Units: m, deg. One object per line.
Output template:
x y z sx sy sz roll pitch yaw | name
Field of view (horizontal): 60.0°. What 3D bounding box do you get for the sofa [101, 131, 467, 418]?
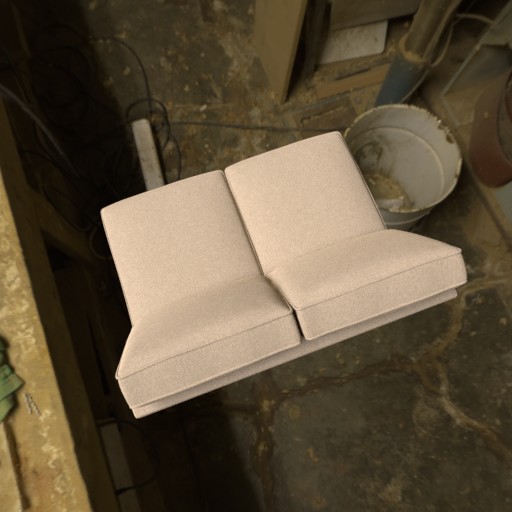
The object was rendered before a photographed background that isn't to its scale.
0.000 0.000 1.976 1.237 1.008 0.951 -20 76 -5 | sofa
